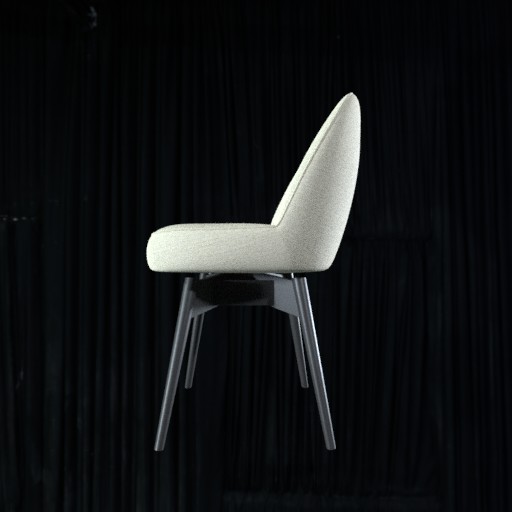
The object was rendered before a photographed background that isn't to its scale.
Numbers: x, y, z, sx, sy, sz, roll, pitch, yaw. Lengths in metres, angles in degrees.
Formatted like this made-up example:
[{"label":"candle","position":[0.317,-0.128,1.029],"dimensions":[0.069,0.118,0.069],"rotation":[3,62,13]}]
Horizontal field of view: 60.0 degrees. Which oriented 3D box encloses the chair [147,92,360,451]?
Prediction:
[{"label":"chair","position":[0.000,0.000,1.195],"dimensions":[0.540,0.838,0.532],"rotation":[0,0,-1]}]
